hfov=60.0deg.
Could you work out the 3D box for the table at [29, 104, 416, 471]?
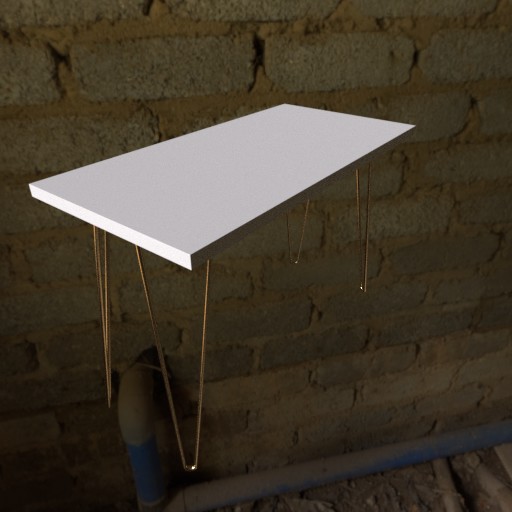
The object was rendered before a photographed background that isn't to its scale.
[{"bbox_3d":[0.000,0.000,1.347,0.498,0.660,0.991,22,37,32],"label":"table"}]
